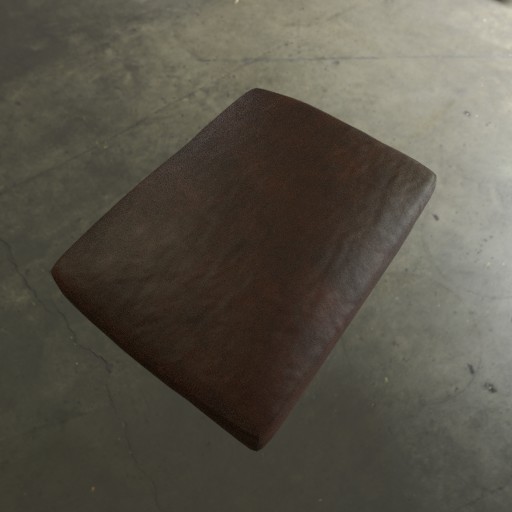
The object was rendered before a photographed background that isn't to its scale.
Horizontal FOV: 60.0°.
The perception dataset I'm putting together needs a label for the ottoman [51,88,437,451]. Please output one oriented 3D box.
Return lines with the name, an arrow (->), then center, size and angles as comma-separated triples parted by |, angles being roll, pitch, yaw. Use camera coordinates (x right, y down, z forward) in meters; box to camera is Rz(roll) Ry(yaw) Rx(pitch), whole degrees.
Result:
ottoman -> 0.000, 0.000, 1.285 | 0.659, 0.527, 0.887 | 32, 64, 18
